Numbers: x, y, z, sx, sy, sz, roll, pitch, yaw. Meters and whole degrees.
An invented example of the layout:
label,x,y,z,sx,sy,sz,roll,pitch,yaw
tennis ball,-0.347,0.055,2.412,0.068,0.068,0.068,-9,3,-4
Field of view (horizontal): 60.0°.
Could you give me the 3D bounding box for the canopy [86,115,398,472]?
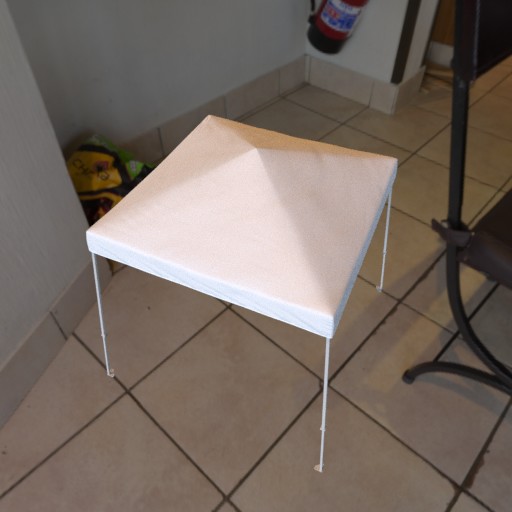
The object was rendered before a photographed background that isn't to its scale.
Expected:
label,x,y,z,sx,sy,sz,roll,pitch,yaw
canopy,0.000,0.000,5.083,2.848,2.849,2.849,18,49,17
